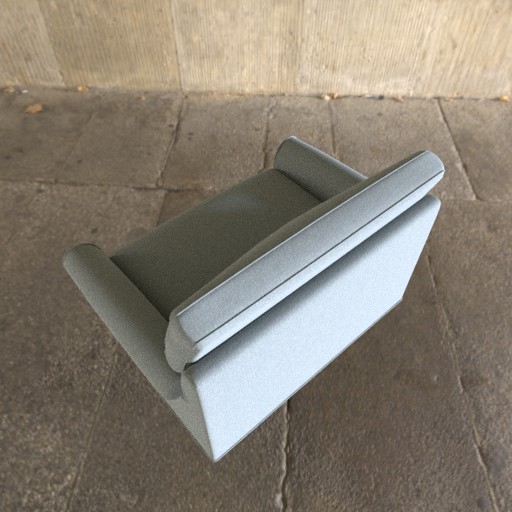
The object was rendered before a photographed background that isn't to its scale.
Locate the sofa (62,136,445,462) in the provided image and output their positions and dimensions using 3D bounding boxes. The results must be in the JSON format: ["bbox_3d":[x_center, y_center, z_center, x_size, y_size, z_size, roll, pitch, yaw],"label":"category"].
[{"bbox_3d":[0.000,0.000,2.020,1.410,0.953,0.940,-33,55,-26],"label":"sofa"}]
